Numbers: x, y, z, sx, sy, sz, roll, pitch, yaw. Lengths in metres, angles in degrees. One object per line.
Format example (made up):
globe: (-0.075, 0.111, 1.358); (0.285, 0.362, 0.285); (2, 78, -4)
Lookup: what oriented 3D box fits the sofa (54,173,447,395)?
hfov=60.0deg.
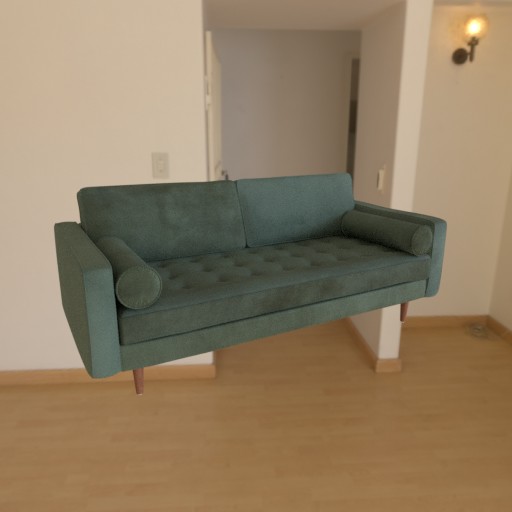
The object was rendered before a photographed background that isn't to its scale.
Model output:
sofa: (0.000, 0.000, 2.350); (1.880, 0.772, 0.916); (-9, 18, -28)
